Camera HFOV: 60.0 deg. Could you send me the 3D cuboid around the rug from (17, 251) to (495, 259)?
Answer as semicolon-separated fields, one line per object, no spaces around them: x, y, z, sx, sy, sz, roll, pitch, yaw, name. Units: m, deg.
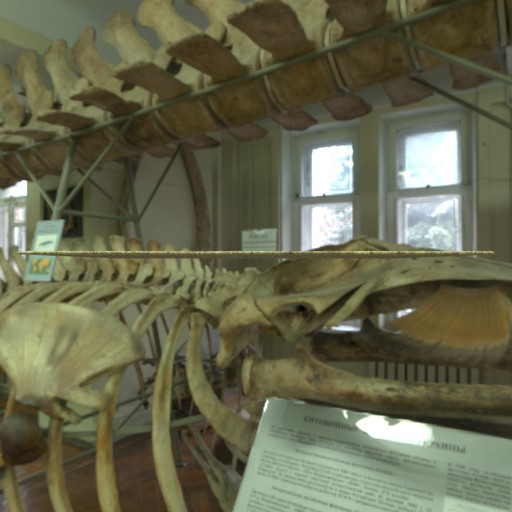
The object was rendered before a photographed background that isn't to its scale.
0.000;0.000;2.321;1.846;0.014;1.243;0;-1;-1;rug
